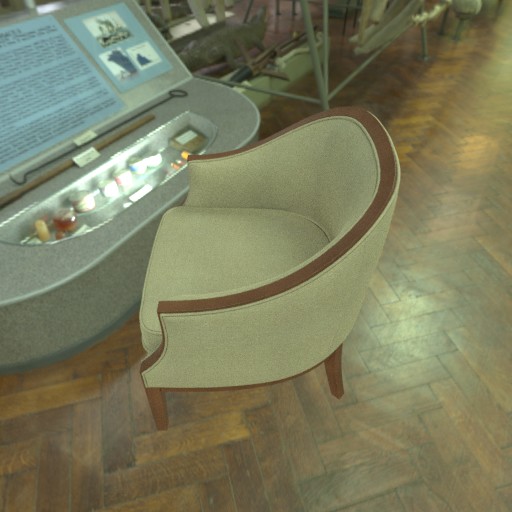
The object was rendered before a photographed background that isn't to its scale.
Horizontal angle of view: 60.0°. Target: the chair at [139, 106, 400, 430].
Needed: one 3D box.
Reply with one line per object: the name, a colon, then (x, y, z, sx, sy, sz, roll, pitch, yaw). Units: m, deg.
chair: (0.000, 0.000, 1.482, 0.735, 0.876, 0.803, -1, 42, -1)
